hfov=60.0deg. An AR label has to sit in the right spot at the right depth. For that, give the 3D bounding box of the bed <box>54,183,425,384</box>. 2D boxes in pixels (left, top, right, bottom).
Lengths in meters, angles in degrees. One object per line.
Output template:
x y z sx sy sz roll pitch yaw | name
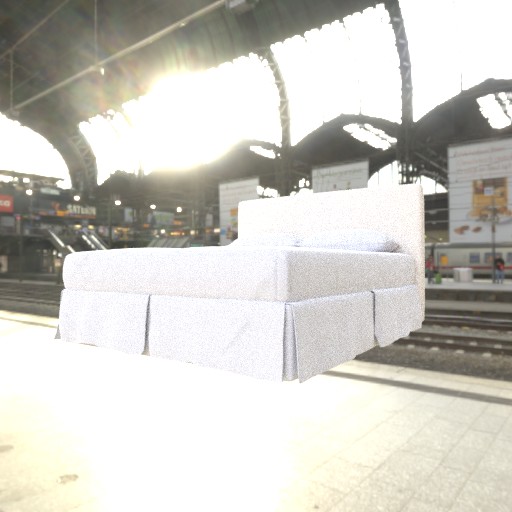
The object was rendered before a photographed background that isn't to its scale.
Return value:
0.000 0.000 3.622 2.119 1.317 2.341 -1 -1 35 | bed
